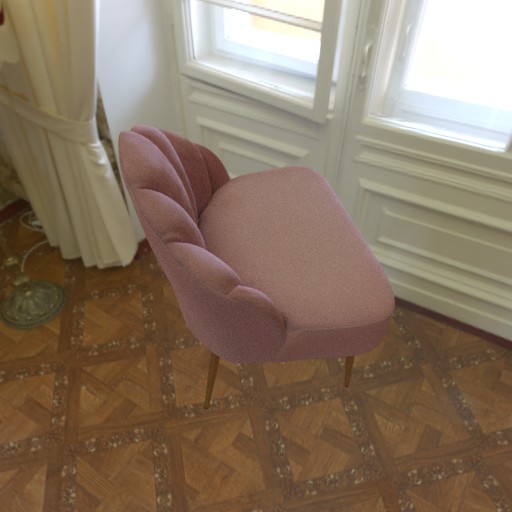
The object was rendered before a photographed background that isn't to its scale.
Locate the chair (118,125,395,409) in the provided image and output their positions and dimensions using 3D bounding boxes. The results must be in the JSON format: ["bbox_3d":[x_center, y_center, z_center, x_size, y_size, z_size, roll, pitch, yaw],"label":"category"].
[{"bbox_3d":[0.000,0.000,1.259,0.599,0.819,0.657,-11,46,-10],"label":"chair"}]
